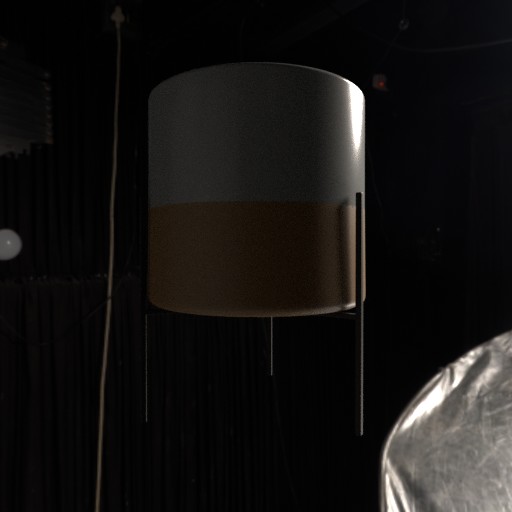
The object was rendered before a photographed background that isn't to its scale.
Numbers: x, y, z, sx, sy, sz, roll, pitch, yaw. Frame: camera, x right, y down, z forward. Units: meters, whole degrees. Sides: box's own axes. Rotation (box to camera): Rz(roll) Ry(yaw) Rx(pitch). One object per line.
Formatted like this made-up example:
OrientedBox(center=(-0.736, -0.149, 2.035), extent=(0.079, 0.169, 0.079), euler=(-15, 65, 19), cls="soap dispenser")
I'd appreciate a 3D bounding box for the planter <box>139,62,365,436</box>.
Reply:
OrientedBox(center=(0.000, 0.000, 0.632), extent=(0.310, 0.432, 0.310), euler=(-1, 1, -36), cls="planter")
